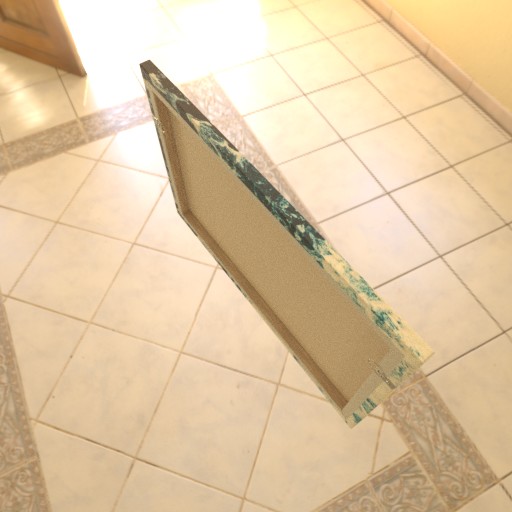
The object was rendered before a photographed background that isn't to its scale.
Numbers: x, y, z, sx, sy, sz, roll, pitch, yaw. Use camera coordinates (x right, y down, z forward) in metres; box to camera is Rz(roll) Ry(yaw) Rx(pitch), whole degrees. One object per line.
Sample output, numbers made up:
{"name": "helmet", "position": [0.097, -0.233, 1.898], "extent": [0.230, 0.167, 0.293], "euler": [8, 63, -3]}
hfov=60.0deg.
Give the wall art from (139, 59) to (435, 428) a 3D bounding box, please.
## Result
{"name": "wall art", "position": [0.000, 0.000, 1.912], "extent": [0.055, 1.017, 1.524], "euler": [-33, 65, -18]}
